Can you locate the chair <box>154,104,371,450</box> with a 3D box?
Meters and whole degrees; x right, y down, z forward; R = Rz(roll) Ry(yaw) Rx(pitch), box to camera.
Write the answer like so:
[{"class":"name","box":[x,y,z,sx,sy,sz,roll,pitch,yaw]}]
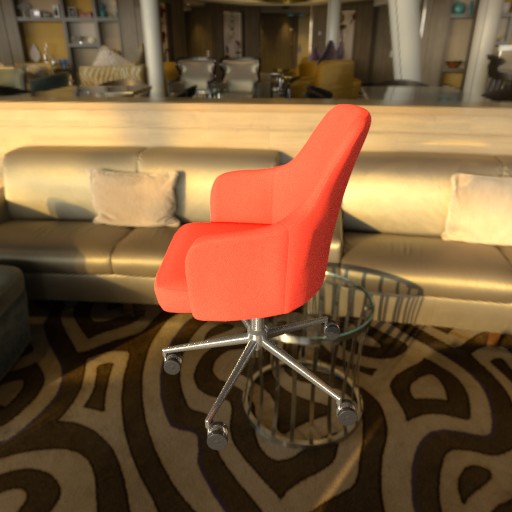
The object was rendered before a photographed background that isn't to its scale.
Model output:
[{"class":"chair","box":[0.000,0.000,1.283,0.600,0.820,0.655,0,25,1]}]
